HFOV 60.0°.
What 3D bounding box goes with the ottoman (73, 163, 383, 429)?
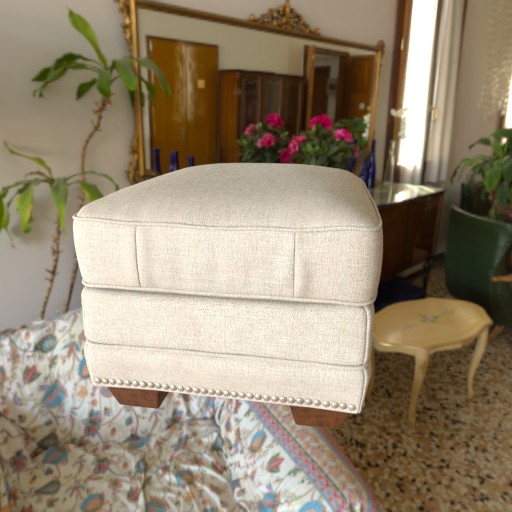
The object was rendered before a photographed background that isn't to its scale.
[{"bbox_3d":[0.000,0.000,1.147,0.559,0.458,0.813,3,17,10],"label":"ottoman"}]
